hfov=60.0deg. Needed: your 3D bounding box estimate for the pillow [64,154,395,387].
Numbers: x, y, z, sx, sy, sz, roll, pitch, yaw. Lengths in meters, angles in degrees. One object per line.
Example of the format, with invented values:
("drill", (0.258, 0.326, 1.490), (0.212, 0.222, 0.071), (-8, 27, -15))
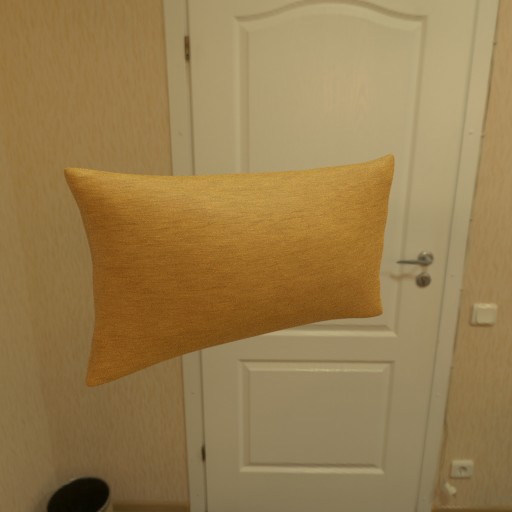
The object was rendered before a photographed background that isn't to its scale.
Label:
("pillow", (0.000, 0.000, 0.820), (0.634, 0.354, 0.210), (-8, 18, -27))
